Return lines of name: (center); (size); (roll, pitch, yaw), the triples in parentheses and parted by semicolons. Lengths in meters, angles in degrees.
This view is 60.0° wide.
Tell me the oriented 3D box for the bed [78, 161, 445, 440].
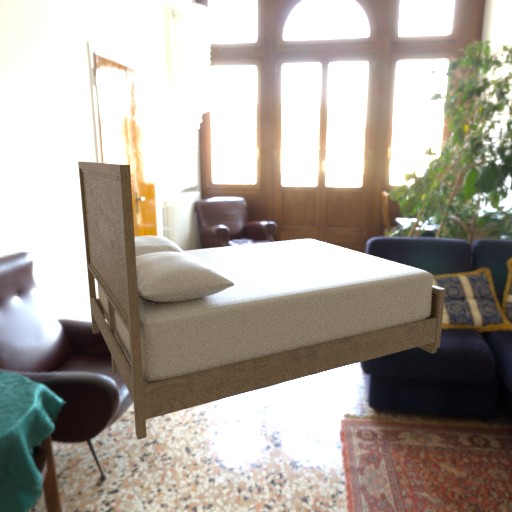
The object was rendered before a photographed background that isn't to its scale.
bed: (0.000, 0.000, 3.291); (2.189, 1.369, 1.606); (-7, 14, -27)
